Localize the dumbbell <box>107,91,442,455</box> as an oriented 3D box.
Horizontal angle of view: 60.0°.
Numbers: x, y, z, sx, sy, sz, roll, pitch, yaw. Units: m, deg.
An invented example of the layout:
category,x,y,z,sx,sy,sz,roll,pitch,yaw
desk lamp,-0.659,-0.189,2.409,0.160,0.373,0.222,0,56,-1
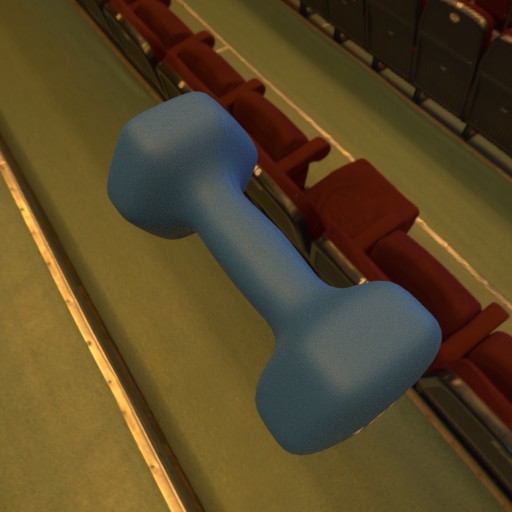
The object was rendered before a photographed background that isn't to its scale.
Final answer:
category,x,y,z,sx,sy,sz,roll,pitch,yaw
dumbbell,0.000,0.000,0.255,0.103,0.093,0.212,-30,63,-18
